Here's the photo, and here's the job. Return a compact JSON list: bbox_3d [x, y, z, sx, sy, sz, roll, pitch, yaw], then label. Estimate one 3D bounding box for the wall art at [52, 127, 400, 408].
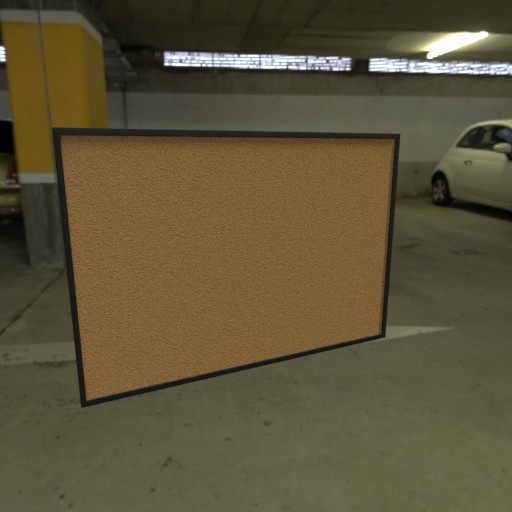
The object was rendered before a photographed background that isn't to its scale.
[{"bbox_3d":[0.000,0.000,0.845,0.664,0.458,0.013,-7,15,-25],"label":"wall art"}]
